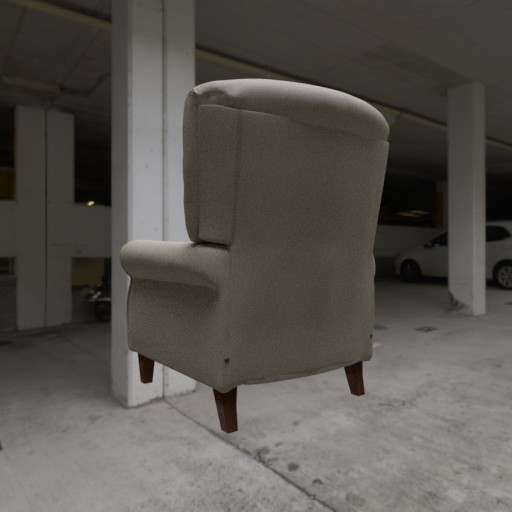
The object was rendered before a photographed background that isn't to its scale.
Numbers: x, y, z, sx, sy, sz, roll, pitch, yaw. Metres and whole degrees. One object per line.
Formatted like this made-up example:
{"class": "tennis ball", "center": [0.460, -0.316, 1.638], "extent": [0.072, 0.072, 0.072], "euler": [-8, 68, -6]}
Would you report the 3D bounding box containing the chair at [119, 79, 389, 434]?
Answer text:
{"class": "chair", "center": [0.000, 0.000, 1.889], "extent": [0.943, 1.158, 1.059], "euler": [0, 0, -36]}
